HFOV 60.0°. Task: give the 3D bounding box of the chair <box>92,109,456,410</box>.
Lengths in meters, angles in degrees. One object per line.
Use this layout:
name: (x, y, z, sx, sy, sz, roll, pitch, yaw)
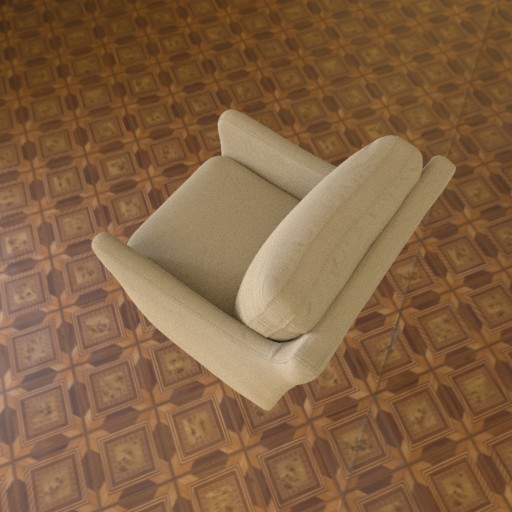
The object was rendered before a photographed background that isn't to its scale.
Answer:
chair: (0.000, 0.000, 1.324, 0.694, 0.914, 0.626, 34, 68, 15)
